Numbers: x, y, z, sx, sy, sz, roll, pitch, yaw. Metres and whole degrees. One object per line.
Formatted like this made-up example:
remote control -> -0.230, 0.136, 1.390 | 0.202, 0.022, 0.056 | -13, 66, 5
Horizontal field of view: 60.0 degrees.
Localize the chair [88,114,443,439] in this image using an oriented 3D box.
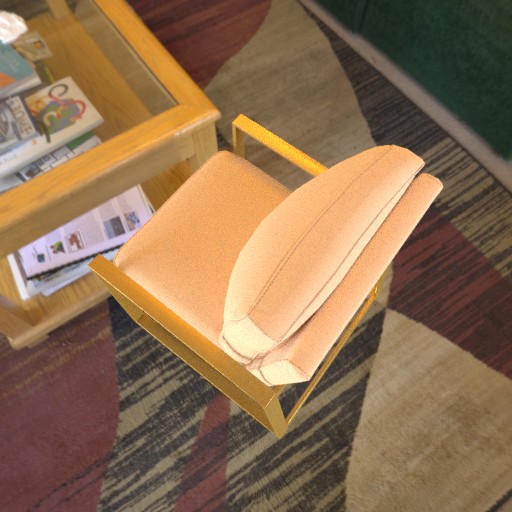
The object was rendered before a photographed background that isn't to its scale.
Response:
chair -> 0.000, 0.000, 1.485 | 0.813, 0.956, 0.758 | 35, 70, 15
